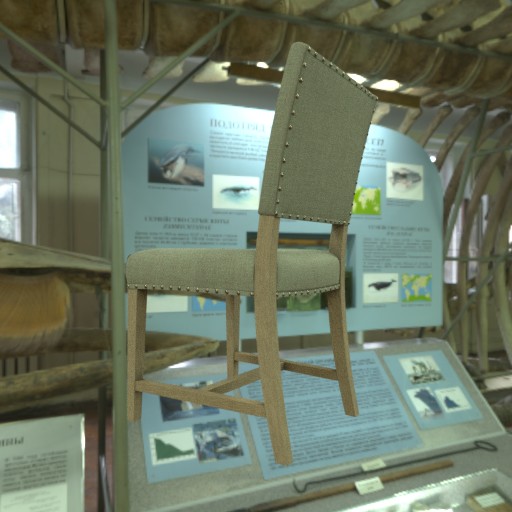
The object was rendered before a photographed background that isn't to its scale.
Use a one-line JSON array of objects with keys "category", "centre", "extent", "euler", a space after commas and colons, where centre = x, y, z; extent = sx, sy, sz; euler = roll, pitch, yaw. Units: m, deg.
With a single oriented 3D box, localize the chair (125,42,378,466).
[{"category": "chair", "centre": [0.000, 0.000, 1.352], "extent": [0.622, 0.986, 0.508], "euler": [0, 1, 37]}]
